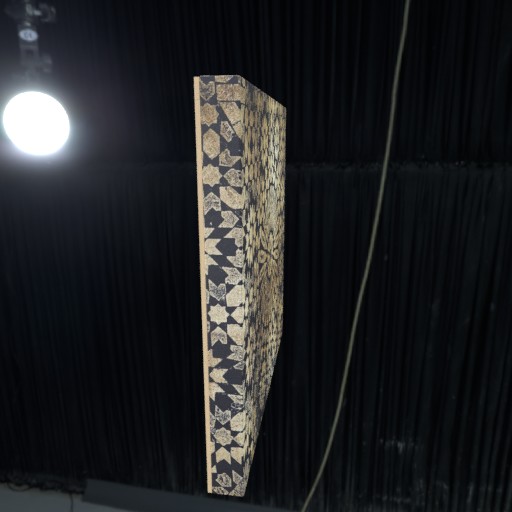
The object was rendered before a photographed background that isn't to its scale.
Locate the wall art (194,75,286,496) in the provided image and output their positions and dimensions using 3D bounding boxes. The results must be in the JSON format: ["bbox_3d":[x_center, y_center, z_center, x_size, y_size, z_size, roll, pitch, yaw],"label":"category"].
[{"bbox_3d":[0.000,0.000,0.600,0.038,0.405,0.405,2,15,9],"label":"wall art"}]
